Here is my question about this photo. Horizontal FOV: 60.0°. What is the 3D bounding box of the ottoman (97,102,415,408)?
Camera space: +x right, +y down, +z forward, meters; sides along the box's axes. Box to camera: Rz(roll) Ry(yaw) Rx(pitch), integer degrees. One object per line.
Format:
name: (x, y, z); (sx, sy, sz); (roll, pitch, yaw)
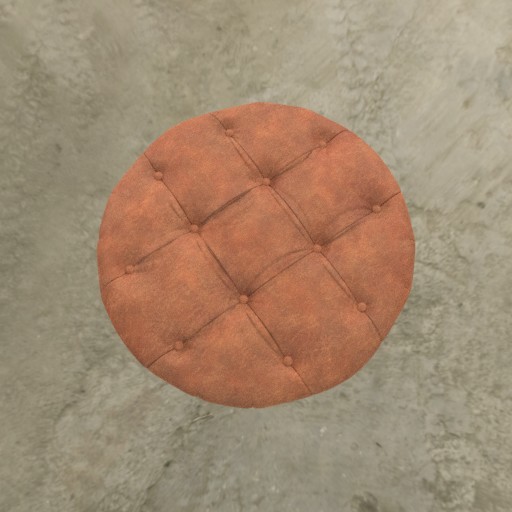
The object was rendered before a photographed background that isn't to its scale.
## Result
ottoman: (0.000, 0.000, 1.398); (0.901, 0.444, 0.901); (0, 75, 0)
